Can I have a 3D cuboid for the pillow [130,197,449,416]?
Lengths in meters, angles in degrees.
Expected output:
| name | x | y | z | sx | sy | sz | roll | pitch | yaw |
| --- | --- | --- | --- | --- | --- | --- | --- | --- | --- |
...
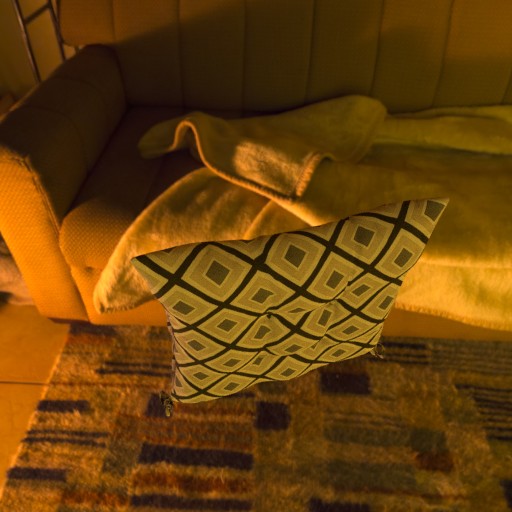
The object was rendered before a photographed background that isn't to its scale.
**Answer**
| name | x | y | z | sx | sy | sz | roll | pitch | yaw |
| --- | --- | --- | --- | --- | --- | --- | --- | --- | --- |
| pillow | 0.000 | 0.000 | 1.002 | 0.541 | 0.536 | 0.585 | -12 | 43 | -13 |
